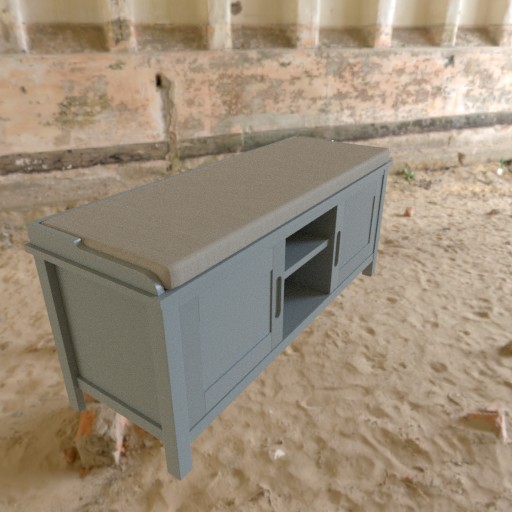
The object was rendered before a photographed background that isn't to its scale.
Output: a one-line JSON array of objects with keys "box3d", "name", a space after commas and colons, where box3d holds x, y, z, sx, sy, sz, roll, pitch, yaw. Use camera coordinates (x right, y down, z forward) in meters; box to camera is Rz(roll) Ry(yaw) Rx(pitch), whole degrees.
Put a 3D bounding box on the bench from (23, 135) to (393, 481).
[{"box3d": [0.000, 0.000, 1.336, 0.398, 0.501, 1.140, 17, 31, 30], "name": "bench"}]
